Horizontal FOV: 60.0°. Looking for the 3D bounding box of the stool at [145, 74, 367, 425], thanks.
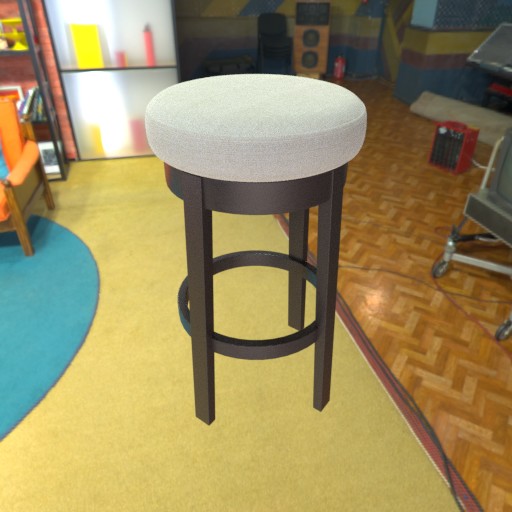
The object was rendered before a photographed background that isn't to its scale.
[{"bbox_3d":[0.000,0.000,1.050,0.446,0.758,0.446,0,33,0],"label":"stool"}]
